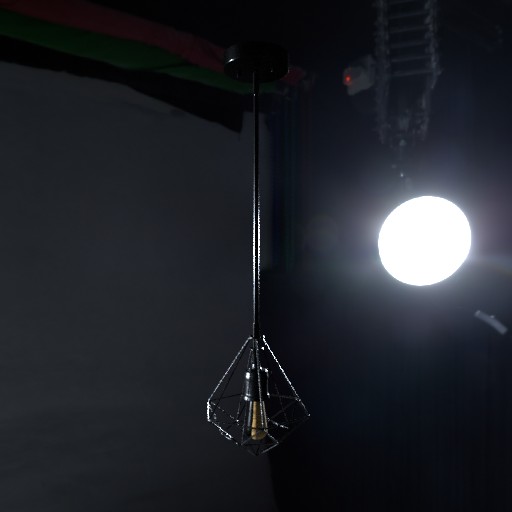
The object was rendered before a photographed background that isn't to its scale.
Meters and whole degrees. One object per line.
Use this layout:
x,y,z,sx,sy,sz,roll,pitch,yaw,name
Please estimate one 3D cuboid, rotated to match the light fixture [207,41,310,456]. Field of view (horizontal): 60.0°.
0.000,0.000,1.962,0.487,1.764,0.431,0,0,-36,light fixture
